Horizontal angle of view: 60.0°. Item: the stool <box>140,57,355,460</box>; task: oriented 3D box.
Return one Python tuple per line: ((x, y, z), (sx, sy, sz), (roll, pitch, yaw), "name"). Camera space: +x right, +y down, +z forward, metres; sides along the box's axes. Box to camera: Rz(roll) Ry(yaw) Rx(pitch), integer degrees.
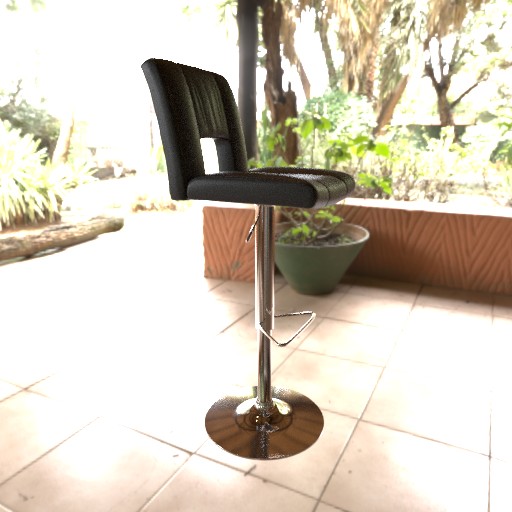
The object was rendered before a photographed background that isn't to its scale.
((0.000, 0.000, 1.399), (0.520, 1.151, 0.415), (7, 16, 26), "stool")
